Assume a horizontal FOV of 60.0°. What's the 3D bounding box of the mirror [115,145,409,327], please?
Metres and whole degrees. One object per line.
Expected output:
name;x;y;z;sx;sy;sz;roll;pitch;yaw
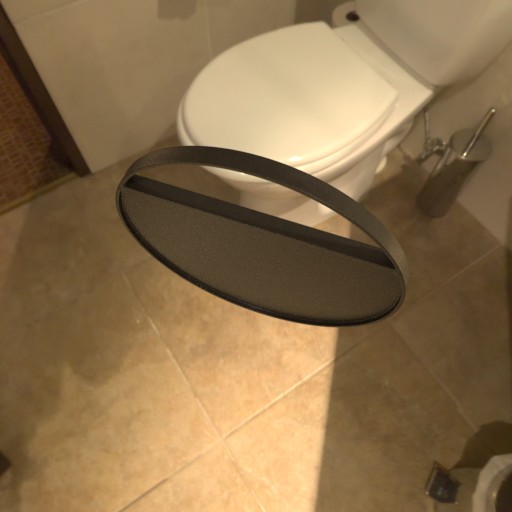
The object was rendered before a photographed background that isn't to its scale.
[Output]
mirror;0.000;0.000;0.859;0.565;0.565;0.032;18;65;9
